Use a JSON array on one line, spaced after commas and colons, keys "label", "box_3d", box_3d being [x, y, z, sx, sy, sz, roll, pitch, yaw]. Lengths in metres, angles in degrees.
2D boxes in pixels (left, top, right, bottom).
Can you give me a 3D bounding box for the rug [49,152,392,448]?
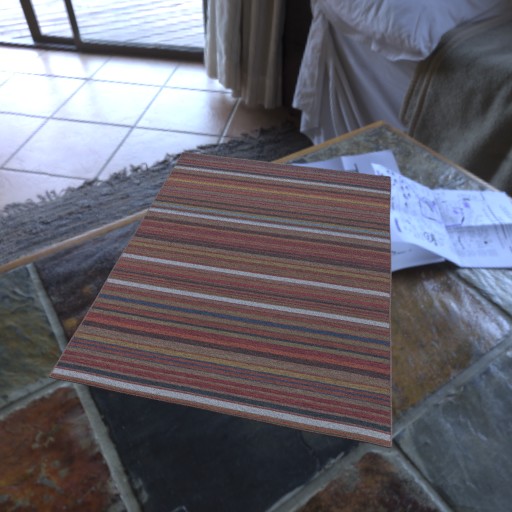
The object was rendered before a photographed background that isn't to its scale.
[{"label": "rug", "box_3d": [0.000, 0.000, 4.127, 2.479, 0.023, 3.092, 9, 46, 8]}]
